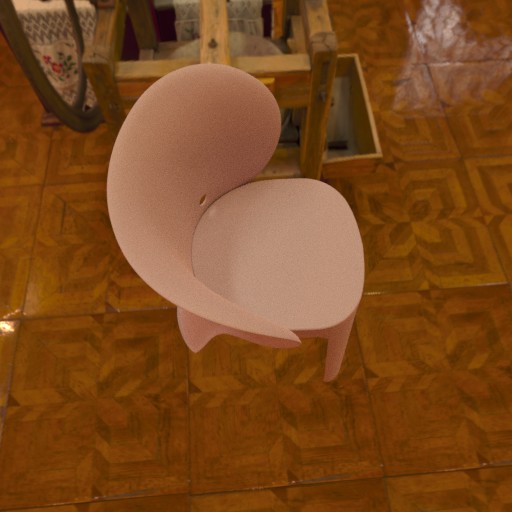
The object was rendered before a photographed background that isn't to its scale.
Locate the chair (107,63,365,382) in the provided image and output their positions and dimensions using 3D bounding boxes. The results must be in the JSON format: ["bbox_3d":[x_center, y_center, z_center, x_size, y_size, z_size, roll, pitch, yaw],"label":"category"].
[{"bbox_3d":[0.000,0.000,0.847,0.402,0.554,0.451,-2,63,-1],"label":"chair"}]
